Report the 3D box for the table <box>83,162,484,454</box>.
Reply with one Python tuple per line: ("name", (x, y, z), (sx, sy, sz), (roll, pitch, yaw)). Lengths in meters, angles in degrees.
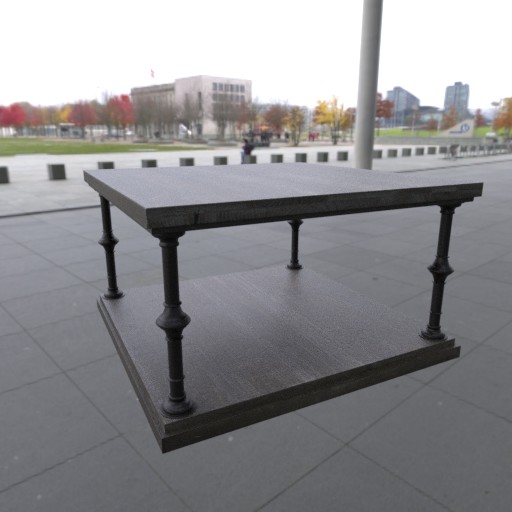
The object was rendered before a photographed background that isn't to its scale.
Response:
("table", (0.000, 0.000, 1.111), (0.696, 0.400, 0.696), (-8, 18, -26))
